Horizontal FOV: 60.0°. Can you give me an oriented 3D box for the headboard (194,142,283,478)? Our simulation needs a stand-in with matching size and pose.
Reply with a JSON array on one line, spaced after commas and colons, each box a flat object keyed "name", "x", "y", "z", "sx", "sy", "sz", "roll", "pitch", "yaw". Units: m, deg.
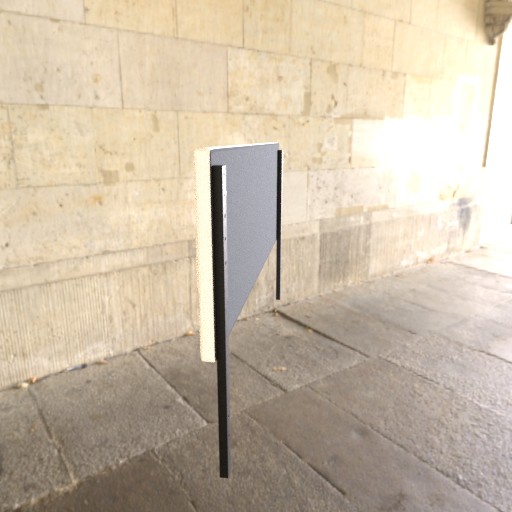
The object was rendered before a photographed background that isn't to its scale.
[{"name": "headboard", "x": 0.000, "y": 0.000, "z": 2.873, "sx": 0.120, "sy": 1.410, "sz": 2.362, "roll": 2, "pitch": 15, "yaw": 8}]
